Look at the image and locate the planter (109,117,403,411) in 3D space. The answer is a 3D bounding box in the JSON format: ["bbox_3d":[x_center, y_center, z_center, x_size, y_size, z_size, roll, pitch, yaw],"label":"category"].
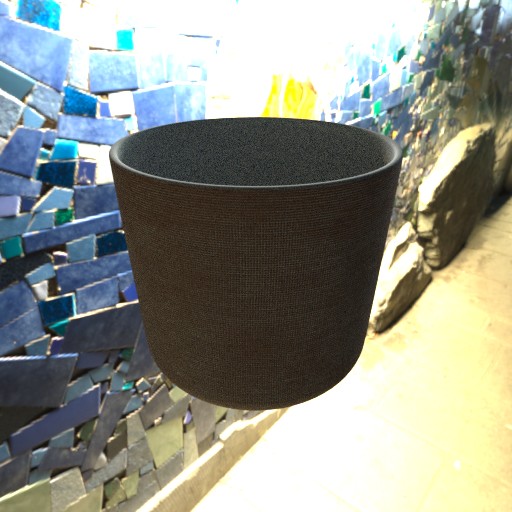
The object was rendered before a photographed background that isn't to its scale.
[{"bbox_3d":[0.000,0.000,0.780,0.440,0.398,0.440,0,27,0],"label":"planter"}]
